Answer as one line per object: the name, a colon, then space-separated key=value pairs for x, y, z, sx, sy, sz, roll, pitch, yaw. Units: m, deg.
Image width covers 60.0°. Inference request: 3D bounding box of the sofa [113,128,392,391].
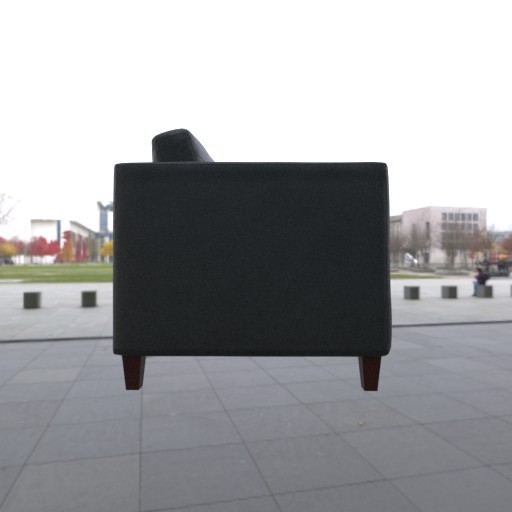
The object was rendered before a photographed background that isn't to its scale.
sofa: x=0.000 y=0.000 z=2.370 sx=0.951 sy=0.933 sz=1.883 roll=0 pitch=-1 yaw=1
